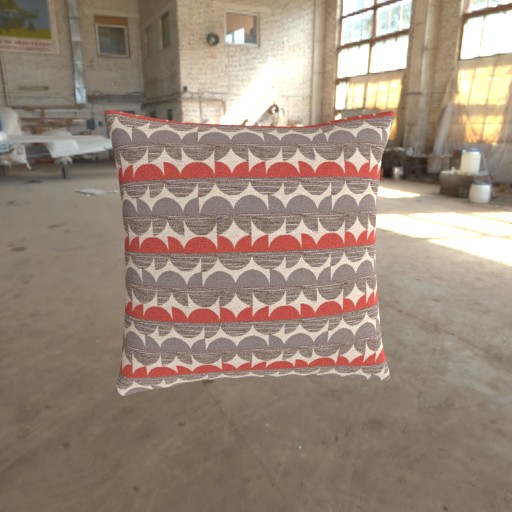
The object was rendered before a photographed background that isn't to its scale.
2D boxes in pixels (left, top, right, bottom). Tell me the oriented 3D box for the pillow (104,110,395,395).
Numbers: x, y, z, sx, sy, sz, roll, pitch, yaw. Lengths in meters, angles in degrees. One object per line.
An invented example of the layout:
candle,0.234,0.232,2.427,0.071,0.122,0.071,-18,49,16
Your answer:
pillow,0.000,0.000,0.653,0.420,0.410,0.180,-2,16,-7
